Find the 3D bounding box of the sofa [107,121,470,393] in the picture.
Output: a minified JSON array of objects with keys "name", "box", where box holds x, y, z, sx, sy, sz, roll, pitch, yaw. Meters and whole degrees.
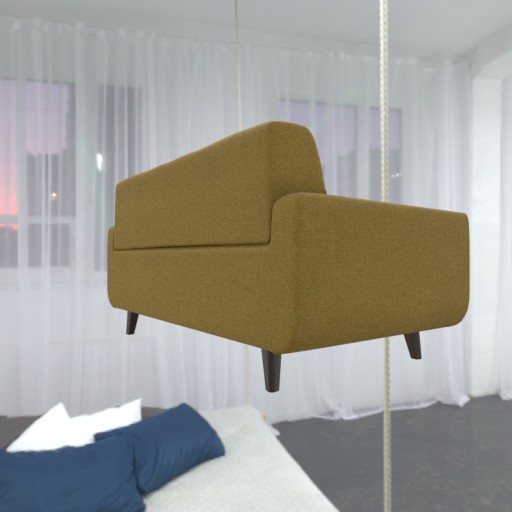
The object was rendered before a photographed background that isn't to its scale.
[{"name":"sofa","box":[0.000,0.000,2.107,0.909,0.841,1.631,0,0,-36]}]
